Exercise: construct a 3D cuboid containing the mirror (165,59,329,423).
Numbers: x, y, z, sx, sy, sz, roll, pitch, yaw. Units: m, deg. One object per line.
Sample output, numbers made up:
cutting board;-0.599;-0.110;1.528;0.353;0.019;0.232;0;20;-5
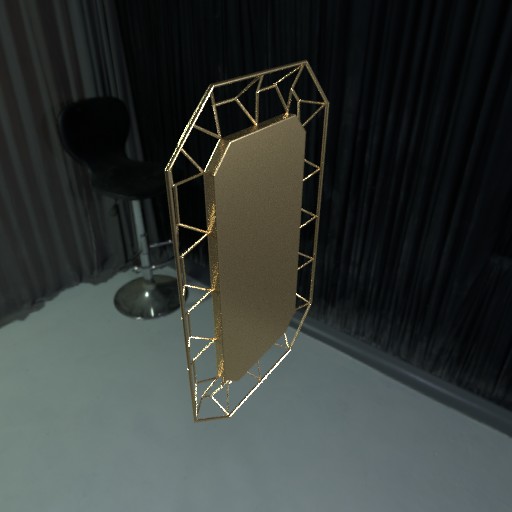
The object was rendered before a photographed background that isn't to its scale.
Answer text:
mirror;0.000;0.000;1.104;0.051;0.870;0.572;21;38;29
